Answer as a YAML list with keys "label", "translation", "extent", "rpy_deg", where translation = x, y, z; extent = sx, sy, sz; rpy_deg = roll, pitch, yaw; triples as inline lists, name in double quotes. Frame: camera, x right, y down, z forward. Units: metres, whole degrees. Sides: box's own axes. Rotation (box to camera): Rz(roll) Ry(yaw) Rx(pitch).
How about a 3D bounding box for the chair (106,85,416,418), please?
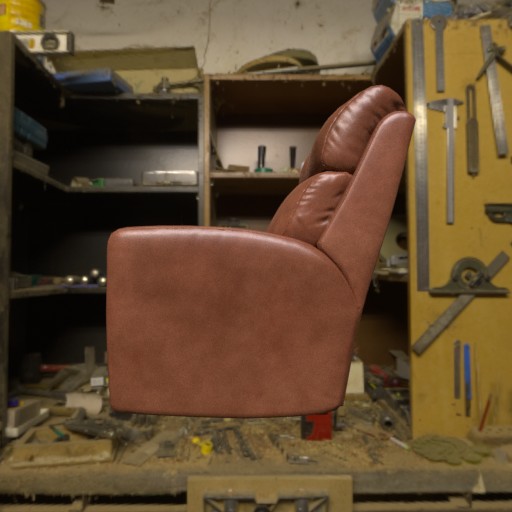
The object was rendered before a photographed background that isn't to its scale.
- label: "chair"
  translation: [0.000, 0.000, 1.631]
  extent: [0.939, 1.016, 0.787]
  rpy_deg: [0, -1, 0]
